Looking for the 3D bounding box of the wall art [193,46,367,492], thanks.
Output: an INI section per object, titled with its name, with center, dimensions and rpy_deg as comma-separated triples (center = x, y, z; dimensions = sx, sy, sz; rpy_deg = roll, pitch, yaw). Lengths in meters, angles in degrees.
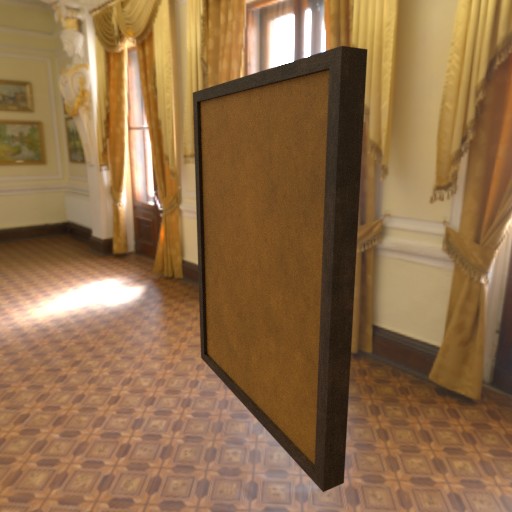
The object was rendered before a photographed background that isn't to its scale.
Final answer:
[wall art]
center = 0.000, 0.000, 0.536
dimensions = 0.027, 0.406, 0.329
rpy_deg = -7, 15, -27
